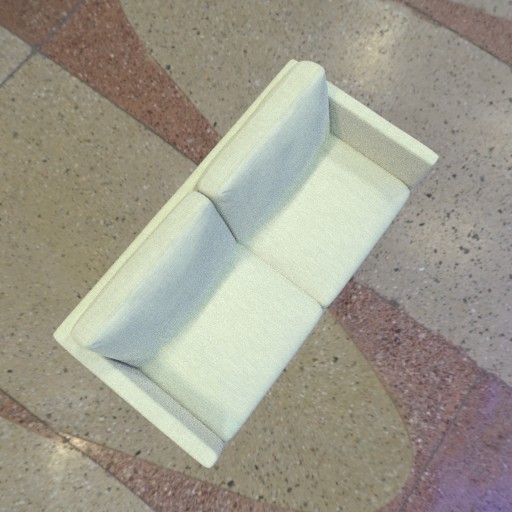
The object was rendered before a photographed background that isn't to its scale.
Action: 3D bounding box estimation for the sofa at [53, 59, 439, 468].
[{"bbox_3d":[0.000,0.000,2.360,0.950,0.963,1.838,37,79,8],"label":"sofa"}]
